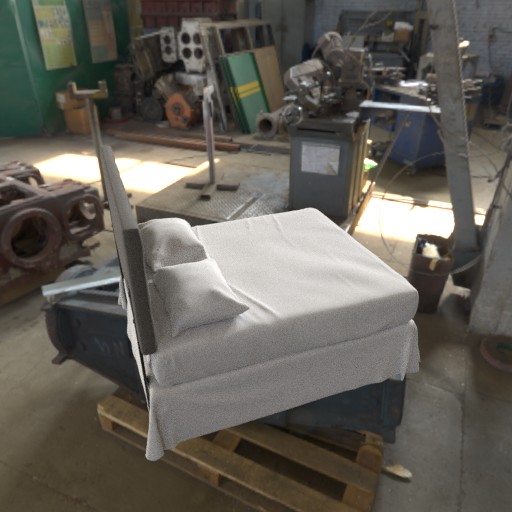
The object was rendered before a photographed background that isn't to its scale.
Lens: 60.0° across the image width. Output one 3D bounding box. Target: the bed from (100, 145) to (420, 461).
[{"bbox_3d":[0.000,0.000,3.568,2.222,1.577,1.936,-11,31,-18],"label":"bed"}]
